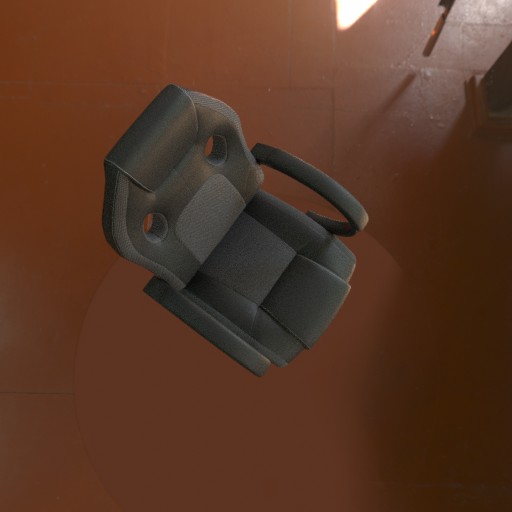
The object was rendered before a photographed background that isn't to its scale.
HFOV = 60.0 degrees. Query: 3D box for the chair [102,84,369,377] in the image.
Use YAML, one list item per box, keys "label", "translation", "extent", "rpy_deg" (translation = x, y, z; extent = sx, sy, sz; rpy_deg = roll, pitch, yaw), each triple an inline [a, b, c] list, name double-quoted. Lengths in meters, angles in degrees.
- label: "chair"
  translation: [0.000, 0.000, 1.585]
  extent: [0.724, 1.187, 0.673]
  rpy_deg: [35, 79, 8]
